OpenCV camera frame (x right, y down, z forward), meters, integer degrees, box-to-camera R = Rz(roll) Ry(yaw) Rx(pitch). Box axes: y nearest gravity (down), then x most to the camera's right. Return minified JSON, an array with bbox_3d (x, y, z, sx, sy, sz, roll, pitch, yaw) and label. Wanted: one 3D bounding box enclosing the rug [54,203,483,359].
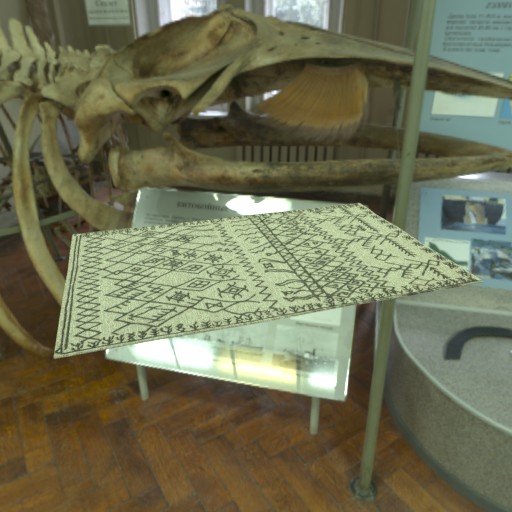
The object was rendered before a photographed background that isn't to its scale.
[{"bbox_3d":[0.000,0.000,4.756,3.824,0.019,2.393,-8,27,-16],"label":"rug"}]
